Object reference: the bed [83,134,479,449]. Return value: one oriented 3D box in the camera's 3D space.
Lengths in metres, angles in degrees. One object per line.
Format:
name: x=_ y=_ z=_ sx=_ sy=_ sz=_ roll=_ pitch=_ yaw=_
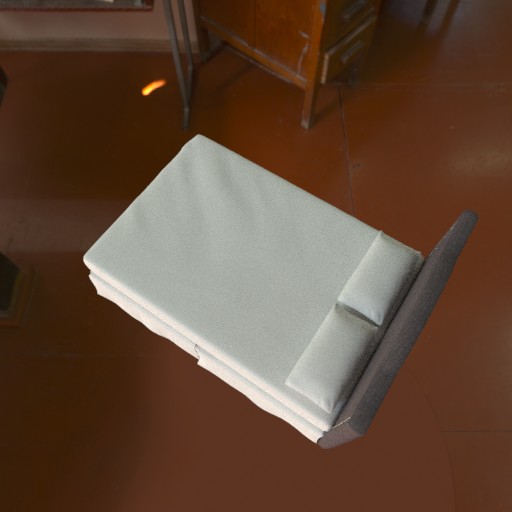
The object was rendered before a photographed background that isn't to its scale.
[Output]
bed: x=0.000 y=0.000 z=3.541 sx=2.507 sy=1.441 sz=1.741 roll=31 pitch=68 yaw=14
